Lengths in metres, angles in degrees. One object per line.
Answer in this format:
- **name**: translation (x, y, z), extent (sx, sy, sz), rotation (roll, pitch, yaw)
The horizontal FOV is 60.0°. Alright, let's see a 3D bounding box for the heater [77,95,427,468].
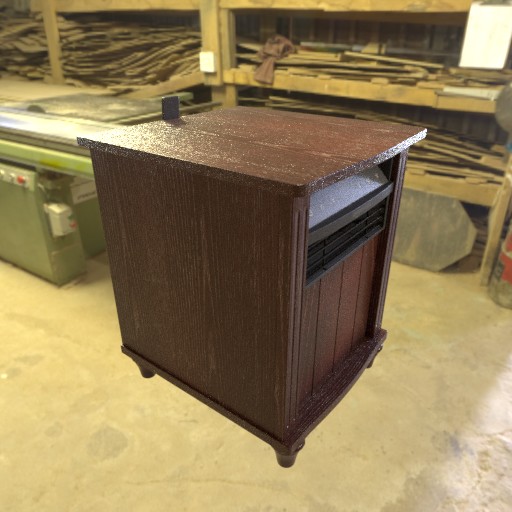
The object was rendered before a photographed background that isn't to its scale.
- **heater**: translation (0.000, 0.000, 0.744), extent (0.400, 0.481, 0.362), rotation (19, 32, 33)
